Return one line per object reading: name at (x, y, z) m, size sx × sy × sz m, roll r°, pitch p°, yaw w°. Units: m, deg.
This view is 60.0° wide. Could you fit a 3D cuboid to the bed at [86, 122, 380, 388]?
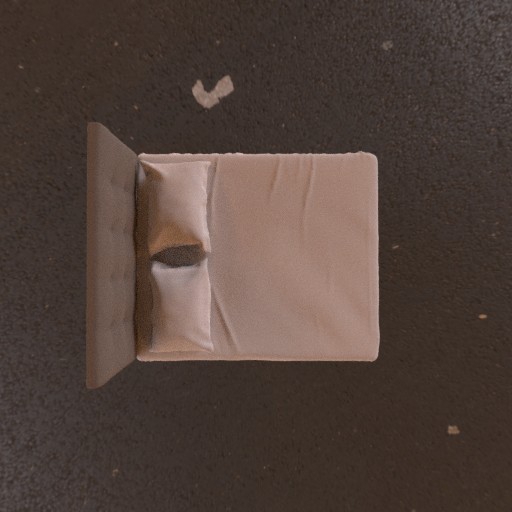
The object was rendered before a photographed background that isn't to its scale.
bed at (0.000, 0.000, 3.461) m, size 2.222 × 1.577 × 1.936 m, roll 0°, pitch 89°, yaw 0°
